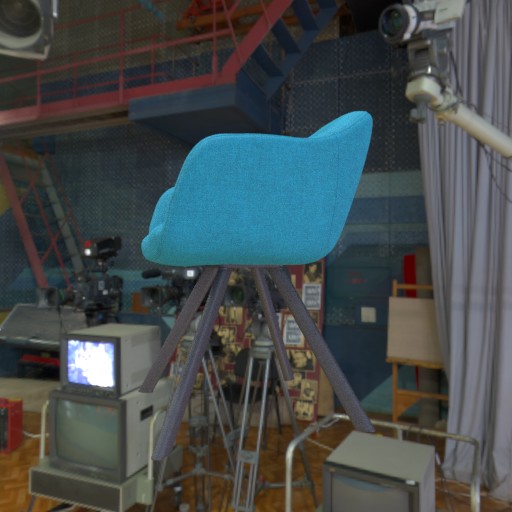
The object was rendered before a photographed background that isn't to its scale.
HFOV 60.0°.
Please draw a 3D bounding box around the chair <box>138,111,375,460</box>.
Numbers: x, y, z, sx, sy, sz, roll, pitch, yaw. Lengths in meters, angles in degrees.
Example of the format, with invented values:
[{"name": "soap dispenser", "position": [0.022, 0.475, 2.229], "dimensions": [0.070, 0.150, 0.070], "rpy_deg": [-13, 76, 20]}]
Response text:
[{"name": "chair", "position": [0.000, 0.000, 1.150], "dimensions": [0.565, 0.775, 0.545], "rpy_deg": [0, -1, -18]}]
